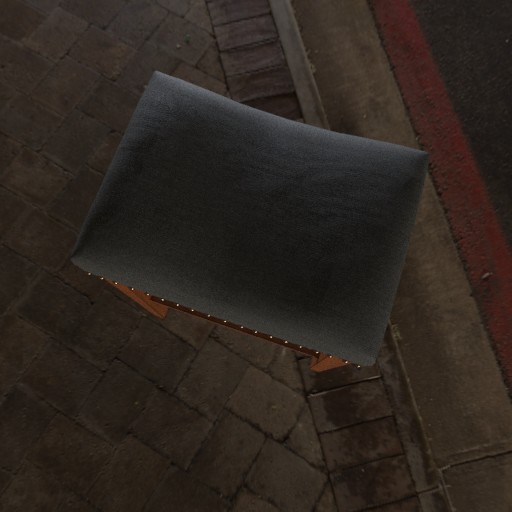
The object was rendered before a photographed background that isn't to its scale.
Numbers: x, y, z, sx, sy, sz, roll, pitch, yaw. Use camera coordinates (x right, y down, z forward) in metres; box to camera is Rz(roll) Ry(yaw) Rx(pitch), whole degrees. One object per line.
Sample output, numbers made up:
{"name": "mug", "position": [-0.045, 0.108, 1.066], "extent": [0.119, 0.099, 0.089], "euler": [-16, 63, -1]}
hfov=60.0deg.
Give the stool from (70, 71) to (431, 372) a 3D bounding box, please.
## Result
{"name": "stool", "position": [0.000, 0.000, 0.862], "extent": [0.439, 0.612, 0.320], "euler": [18, 77, 4]}
